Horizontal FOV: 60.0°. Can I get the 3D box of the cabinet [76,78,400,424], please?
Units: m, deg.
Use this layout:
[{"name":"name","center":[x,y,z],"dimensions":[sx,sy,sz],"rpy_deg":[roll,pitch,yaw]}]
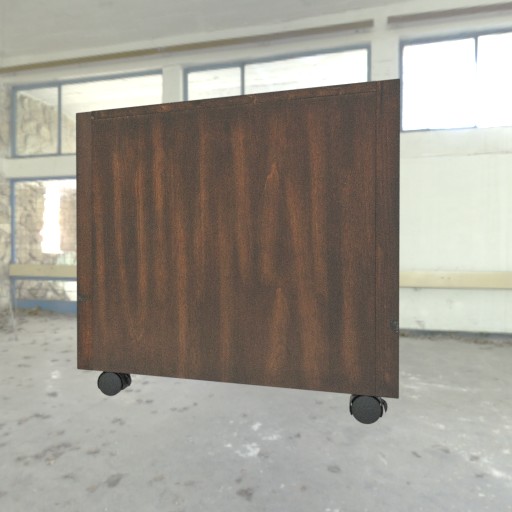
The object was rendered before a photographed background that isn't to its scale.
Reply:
[{"name":"cabinet","center":[0.000,0.000,0.825],"dimensions":[0.500,0.455,0.402],"rpy_deg":[0,1,17]}]
